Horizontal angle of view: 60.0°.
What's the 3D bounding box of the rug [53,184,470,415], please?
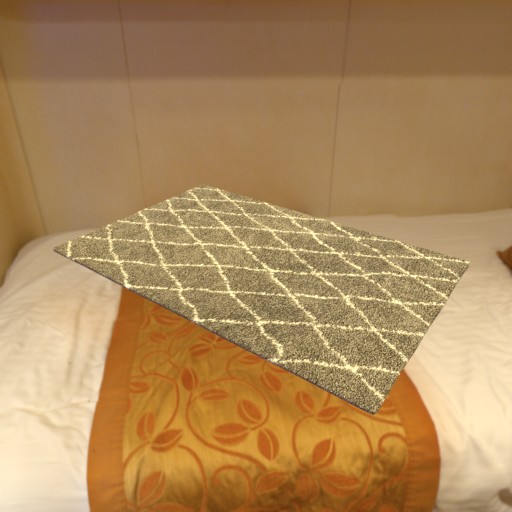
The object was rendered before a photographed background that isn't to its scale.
[{"bbox_3d":[0.000,0.000,3.454,2.743,0.030,1.778,20,36,31],"label":"rug"}]
